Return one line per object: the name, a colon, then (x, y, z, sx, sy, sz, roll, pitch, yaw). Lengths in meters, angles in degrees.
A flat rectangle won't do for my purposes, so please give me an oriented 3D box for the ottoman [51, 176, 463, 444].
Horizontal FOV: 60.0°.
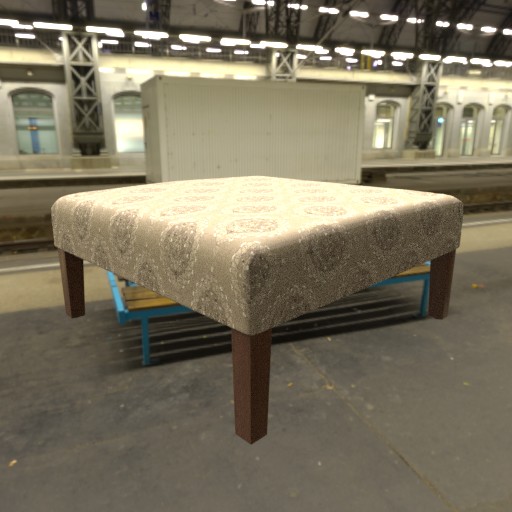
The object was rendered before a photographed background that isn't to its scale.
ottoman: (0.000, 0.000, 1.372, 0.890, 0.411, 0.889, -15, 21, -42)
